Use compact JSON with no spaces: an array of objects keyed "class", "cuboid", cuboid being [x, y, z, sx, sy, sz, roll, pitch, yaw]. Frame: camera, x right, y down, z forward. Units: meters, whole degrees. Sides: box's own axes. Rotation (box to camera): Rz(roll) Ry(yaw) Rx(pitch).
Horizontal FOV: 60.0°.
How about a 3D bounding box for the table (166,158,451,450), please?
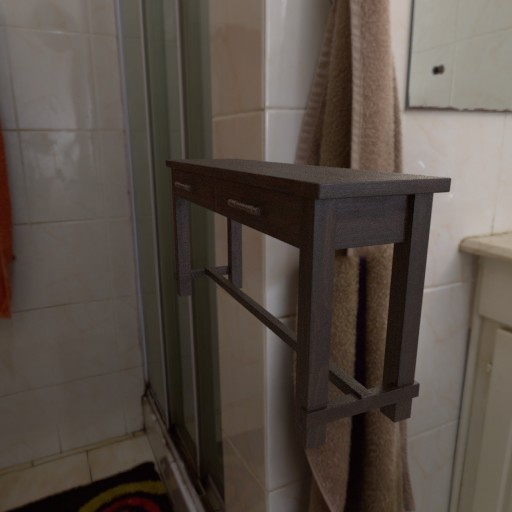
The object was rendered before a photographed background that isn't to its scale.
[{"class":"table","cuboid":[0.000,0.000,1.902,0.442,0.762,1.599,-6,16,-23]}]
